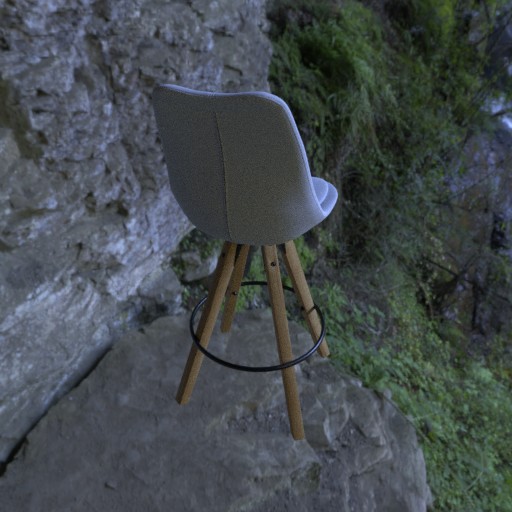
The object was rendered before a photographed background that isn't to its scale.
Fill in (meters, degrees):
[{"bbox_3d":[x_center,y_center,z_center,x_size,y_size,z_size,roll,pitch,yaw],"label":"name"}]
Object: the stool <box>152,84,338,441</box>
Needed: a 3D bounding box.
[{"bbox_3d":[0.000,0.000,1.398,0.484,1.115,0.550,11,34,16],"label":"stool"}]
